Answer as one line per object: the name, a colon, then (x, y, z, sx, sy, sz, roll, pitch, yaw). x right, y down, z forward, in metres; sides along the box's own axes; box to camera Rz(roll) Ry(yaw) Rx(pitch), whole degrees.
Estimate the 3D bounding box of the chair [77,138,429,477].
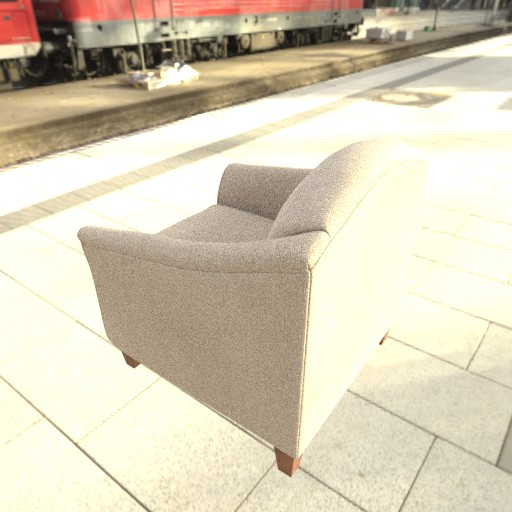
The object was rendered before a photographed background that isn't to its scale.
chair: (0.000, 0.000, 1.429, 0.787, 0.839, 0.763, 20, 36, 30)
